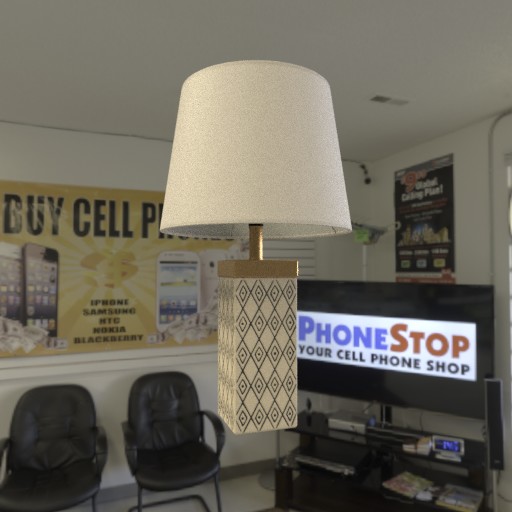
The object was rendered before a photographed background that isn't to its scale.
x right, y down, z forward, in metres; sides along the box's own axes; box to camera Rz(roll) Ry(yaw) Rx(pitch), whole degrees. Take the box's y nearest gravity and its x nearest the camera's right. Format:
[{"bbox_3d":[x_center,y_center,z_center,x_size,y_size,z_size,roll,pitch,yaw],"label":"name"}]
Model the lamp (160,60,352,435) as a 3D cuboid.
[{"bbox_3d":[0.000,0.000,0.591,0.251,0.435,0.251,0,-2,0],"label":"lamp"}]
